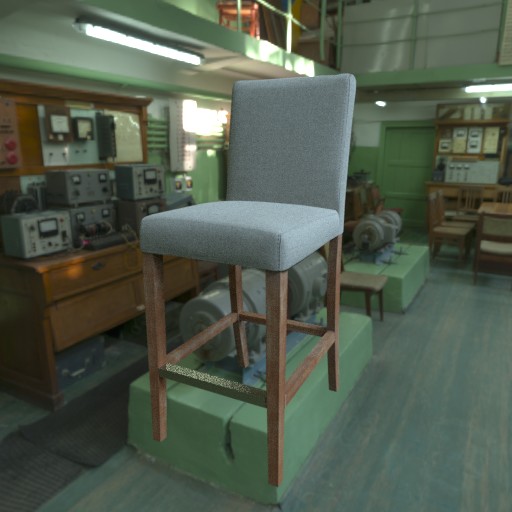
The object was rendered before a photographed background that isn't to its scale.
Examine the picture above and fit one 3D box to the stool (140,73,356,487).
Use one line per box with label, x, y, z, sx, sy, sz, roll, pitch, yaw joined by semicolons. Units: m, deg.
stool;0.000;0.000;1.362;0.439;1.088;0.570;7;16;27
